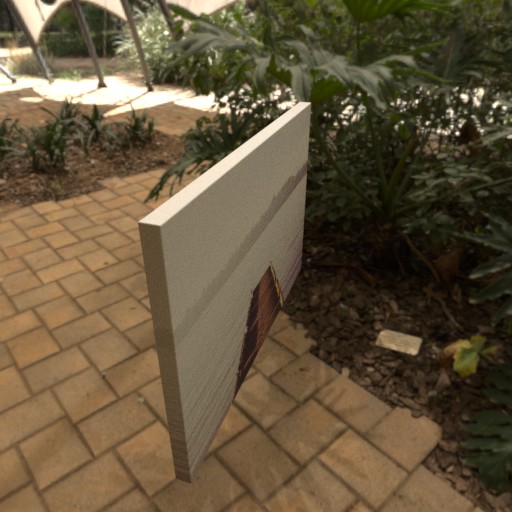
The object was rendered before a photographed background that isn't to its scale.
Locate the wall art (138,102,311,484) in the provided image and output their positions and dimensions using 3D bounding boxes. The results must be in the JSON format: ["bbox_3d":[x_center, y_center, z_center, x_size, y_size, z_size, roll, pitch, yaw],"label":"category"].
[{"bbox_3d":[0.000,0.000,1.162,0.037,0.609,0.916,10,32,17],"label":"wall art"}]
